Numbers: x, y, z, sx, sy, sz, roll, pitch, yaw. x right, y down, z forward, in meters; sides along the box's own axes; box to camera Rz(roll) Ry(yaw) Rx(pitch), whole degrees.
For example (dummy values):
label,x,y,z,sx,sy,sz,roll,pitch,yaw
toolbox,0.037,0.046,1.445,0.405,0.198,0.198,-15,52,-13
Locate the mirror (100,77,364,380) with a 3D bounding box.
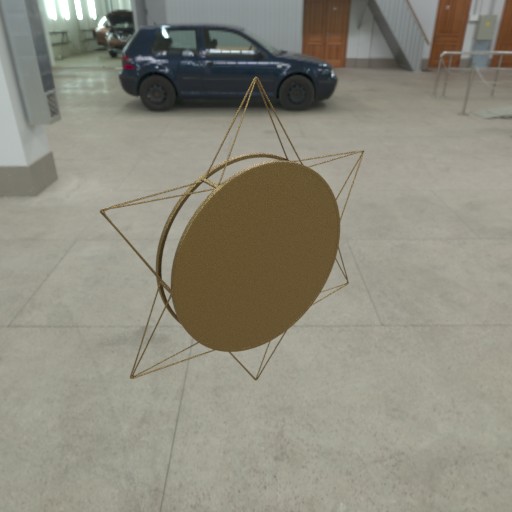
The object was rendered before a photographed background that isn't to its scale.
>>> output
label,x,y,z,sx,sy,sz,roll,pitch,yaw
mirror,0.000,0.000,0.771,0.498,0.581,0.062,-19,34,-31
